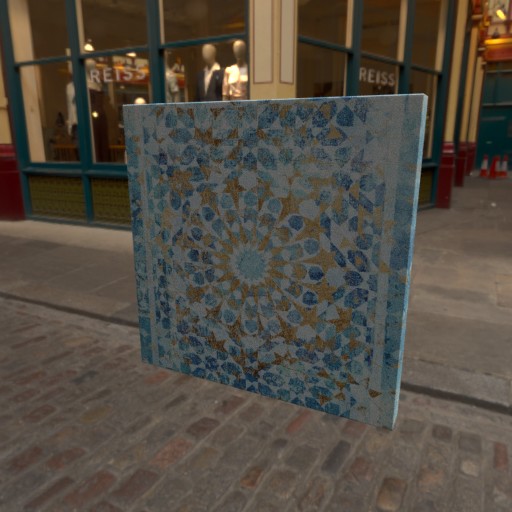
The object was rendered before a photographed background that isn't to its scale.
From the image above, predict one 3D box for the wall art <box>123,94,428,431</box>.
[{"bbox_3d":[0.000,0.000,0.613,0.405,0.405,0.037,7,17,25],"label":"wall art"}]
